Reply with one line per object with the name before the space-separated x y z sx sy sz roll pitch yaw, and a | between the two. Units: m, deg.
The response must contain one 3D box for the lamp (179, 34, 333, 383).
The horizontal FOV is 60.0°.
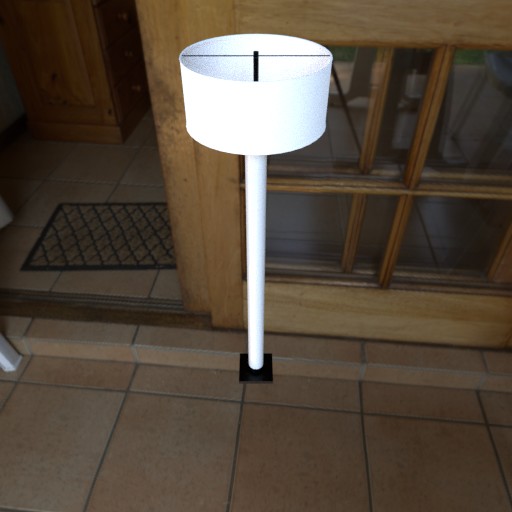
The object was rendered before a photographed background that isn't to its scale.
lamp | 0.000 0.000 1.691 0.420 1.475 0.420 0 41 0
